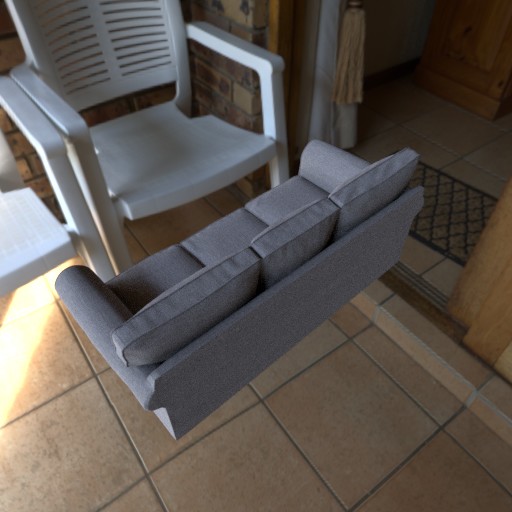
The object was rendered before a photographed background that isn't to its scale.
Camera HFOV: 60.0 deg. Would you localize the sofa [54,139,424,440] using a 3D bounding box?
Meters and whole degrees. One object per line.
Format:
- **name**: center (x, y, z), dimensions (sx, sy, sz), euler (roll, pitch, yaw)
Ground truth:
- **sofa**: center (0.000, 0.000, 2.667), dimensions (2.084, 0.961, 0.916), euler (-33, 54, -28)
